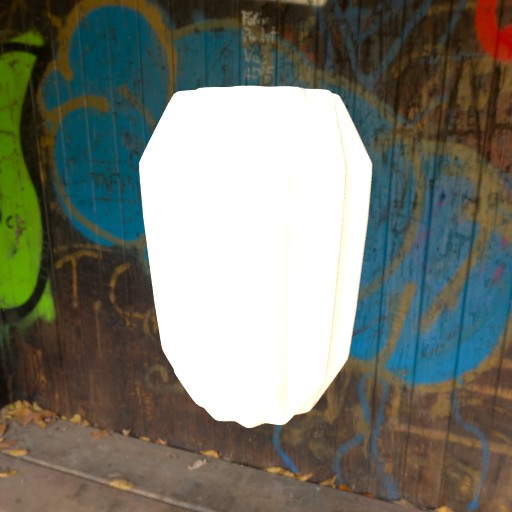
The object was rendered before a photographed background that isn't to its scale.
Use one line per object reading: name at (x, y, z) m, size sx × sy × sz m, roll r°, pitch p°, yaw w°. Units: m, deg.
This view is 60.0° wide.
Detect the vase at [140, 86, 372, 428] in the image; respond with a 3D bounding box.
vase at (0.000, 0.000, 0.400) m, size 0.195 × 0.275 × 0.195 m, roll 0°, pitch 15°, yaw 0°
